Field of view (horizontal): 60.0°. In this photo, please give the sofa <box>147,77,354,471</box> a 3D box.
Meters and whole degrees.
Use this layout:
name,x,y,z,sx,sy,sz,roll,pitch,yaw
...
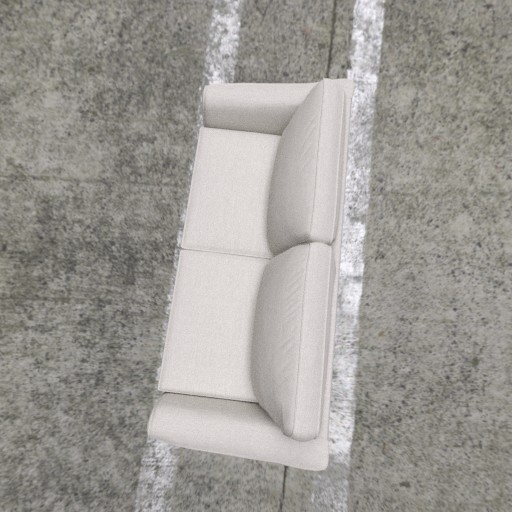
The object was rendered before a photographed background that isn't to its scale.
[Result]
name,x,y,z,sx,sy,sz,roll,pitch,yaw
sofa,0.000,0.000,2.748,0.980,0.965,2.270,6,76,2
